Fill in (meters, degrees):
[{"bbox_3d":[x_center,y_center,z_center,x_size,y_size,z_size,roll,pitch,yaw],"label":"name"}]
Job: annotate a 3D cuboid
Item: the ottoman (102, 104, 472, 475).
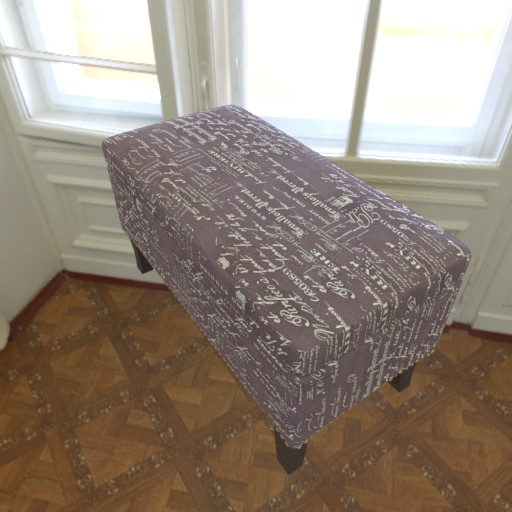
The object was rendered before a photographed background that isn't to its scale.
[{"bbox_3d":[0.000,0.000,1.073,0.406,0.457,0.813,-25,47,-25],"label":"ottoman"}]
